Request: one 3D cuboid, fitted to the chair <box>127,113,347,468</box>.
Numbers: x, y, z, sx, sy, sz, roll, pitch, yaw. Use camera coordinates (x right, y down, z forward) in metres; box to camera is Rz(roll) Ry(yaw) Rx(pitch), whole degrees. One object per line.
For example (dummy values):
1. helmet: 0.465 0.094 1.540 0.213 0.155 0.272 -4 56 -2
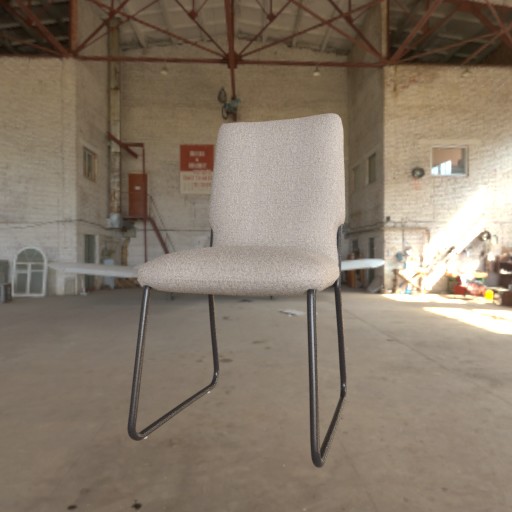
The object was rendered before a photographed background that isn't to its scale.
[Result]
1. chair: 0.000 0.000 1.190 0.448 0.864 0.560 0 0 18
